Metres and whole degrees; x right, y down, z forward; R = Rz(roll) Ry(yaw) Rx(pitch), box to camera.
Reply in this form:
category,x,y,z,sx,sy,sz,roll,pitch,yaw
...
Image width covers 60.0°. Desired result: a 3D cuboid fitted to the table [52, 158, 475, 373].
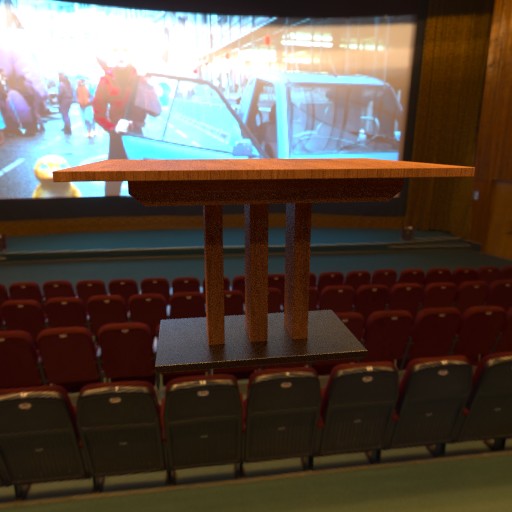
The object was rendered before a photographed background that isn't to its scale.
category,x,y,z,sx,sy,sz,roll,pitch,yaw
table,0.000,0.000,1.867,1.300,0.770,0.900,-2,15,-9
